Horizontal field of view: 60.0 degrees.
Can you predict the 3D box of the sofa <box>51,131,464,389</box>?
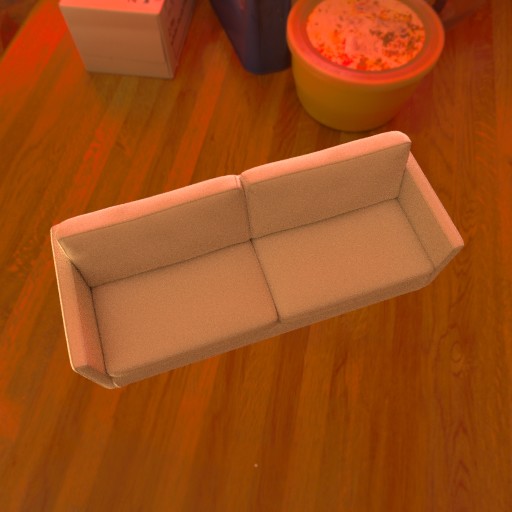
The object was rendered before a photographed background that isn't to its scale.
[{"bbox_3d":[0.000,0.000,2.903,2.361,0.962,0.951,-17,66,-8],"label":"sofa"}]
